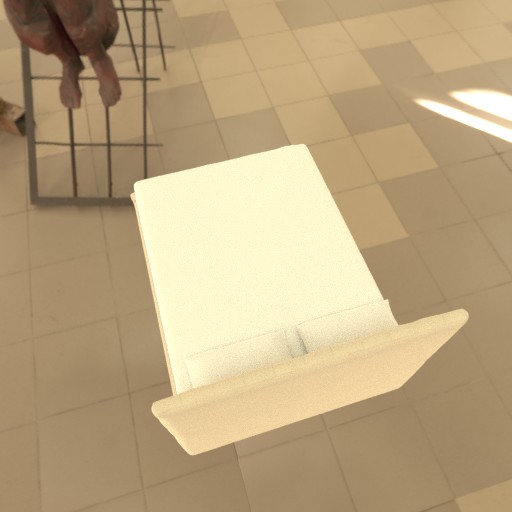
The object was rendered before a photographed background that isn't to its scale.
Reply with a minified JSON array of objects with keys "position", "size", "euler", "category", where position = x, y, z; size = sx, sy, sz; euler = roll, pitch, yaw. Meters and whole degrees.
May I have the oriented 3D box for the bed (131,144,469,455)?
[{"position":[0.000,0.000,3.330],"size":[1.696,1.426,2.233],"euler":[-15,60,-9],"category":"bed"}]
